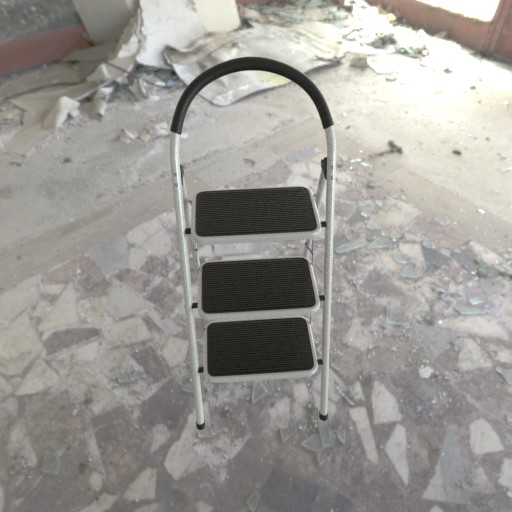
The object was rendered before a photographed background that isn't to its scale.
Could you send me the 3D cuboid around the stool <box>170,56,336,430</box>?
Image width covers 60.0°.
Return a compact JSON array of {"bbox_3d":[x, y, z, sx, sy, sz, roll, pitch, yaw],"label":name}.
[{"bbox_3d":[0.000,0.000,1.460,0.485,1.109,0.676,-3,46,-3],"label":"stool"}]
